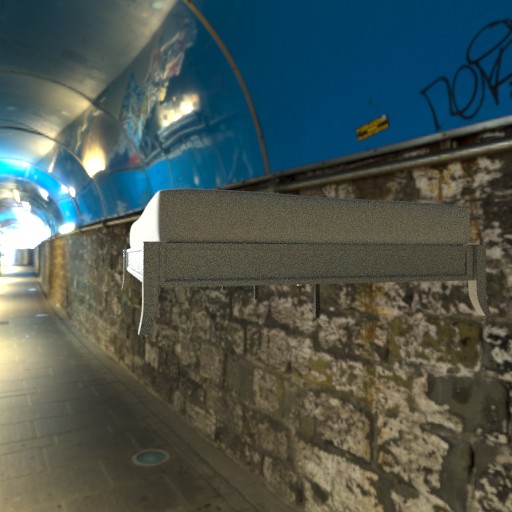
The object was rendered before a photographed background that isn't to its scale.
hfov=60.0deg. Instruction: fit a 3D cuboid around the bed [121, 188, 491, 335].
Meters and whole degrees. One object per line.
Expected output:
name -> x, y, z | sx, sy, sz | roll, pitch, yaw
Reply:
bed -> 0.000, 0.000, 2.601 | 1.460, 0.510, 1.985 | 0, 0, -18
